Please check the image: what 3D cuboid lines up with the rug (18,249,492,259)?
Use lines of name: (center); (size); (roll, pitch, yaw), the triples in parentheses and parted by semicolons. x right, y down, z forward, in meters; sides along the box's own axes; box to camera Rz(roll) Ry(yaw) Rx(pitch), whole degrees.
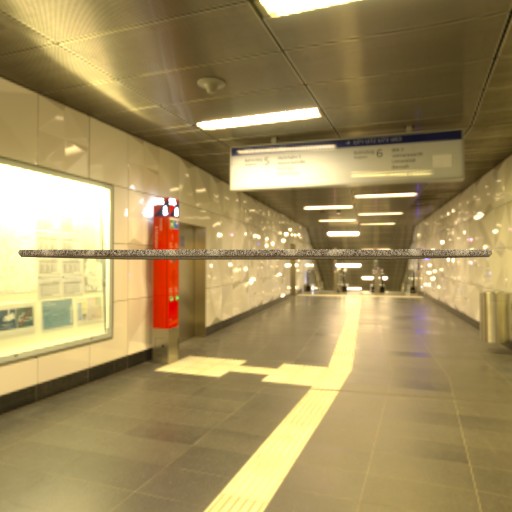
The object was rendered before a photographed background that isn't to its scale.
rug: (0.000, 0.000, 2.082); (1.600, 0.025, 1.200); (0, -1, 1)
